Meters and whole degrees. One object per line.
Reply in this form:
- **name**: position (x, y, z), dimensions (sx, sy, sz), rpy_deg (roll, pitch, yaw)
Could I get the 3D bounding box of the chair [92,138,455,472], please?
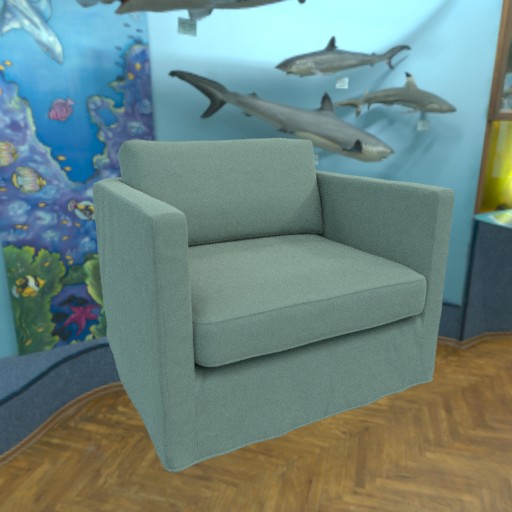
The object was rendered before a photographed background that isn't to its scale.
- **chair**: position (0.000, 0.000, 1.696), dimensions (1.057, 0.863, 0.949), rpy_deg (-8, 18, -27)
